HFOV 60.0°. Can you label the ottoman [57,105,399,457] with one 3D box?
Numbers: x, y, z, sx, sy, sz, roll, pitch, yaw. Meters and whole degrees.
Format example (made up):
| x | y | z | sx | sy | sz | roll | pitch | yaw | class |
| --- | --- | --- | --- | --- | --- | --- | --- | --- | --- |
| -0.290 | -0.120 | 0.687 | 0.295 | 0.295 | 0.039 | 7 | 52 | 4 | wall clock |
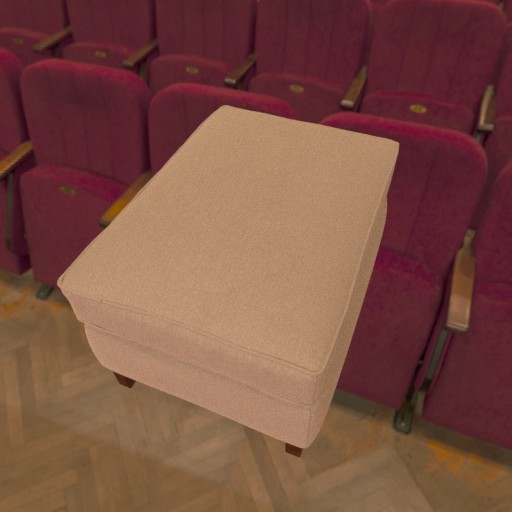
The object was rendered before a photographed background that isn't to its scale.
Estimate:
| x | y | z | sx | sy | sz | roll | pitch | yaw | class |
| --- | --- | --- | --- | --- | --- | --- | --- | --- | --- |
| 0.000 | 0.000 | 0.993 | 0.501 | 0.456 | 0.665 | 16 | 49 | 15 | ottoman |
